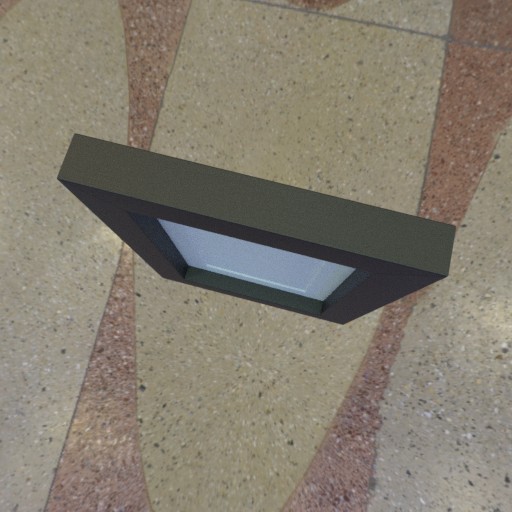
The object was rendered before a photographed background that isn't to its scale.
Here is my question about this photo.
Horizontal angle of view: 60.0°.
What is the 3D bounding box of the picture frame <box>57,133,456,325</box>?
[{"bbox_3d":[0.000,0.000,0.276,0.157,0.208,0.028,14,77,3],"label":"picture frame"}]
